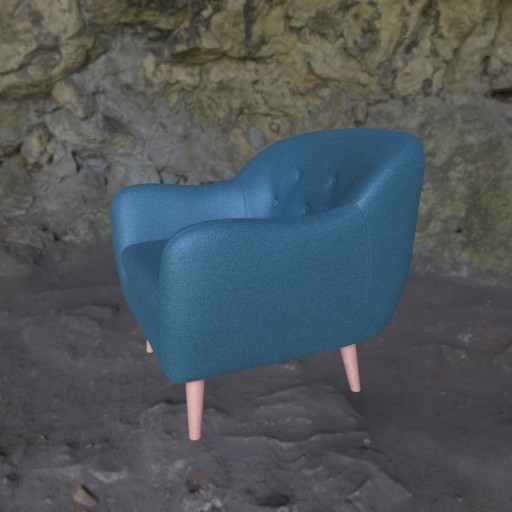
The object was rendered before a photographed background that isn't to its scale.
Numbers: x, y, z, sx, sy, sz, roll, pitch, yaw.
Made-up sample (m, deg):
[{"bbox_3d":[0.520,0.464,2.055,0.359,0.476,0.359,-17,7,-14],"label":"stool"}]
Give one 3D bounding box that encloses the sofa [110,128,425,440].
[{"bbox_3d":[0.000,0.000,1.471,0.825,0.817,0.836,-7,17,-24],"label":"sofa"}]
